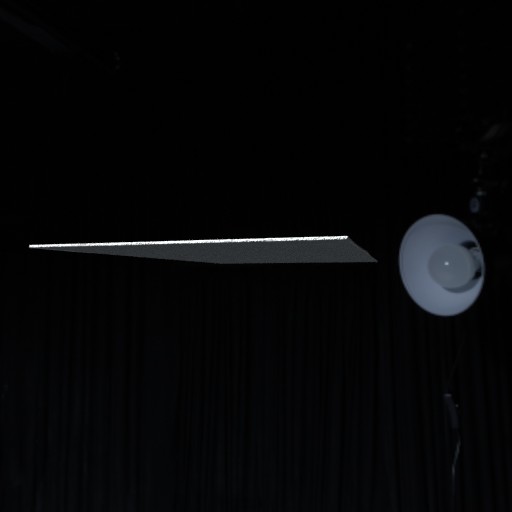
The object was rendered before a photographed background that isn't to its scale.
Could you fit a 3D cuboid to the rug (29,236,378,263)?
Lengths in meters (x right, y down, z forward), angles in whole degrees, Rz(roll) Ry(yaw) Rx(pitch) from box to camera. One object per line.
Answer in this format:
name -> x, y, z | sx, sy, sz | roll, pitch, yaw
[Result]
rug -> 0.000, 0.000, 3.074 | 1.530, 0.012, 2.444 | -1, -3, 18
